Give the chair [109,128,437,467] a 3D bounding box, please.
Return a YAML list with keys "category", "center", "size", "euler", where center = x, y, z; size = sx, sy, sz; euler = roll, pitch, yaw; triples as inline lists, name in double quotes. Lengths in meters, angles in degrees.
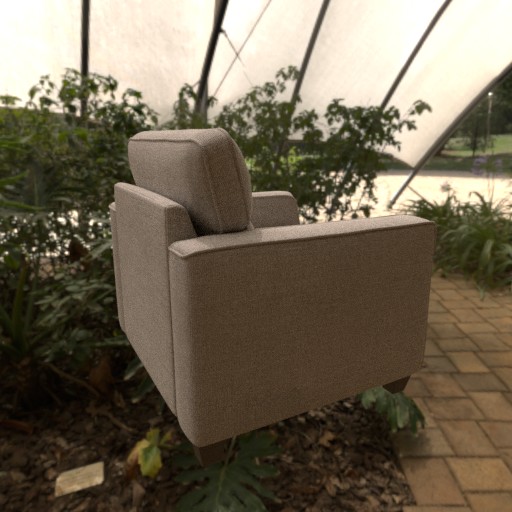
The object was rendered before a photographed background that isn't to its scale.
- category: "chair"
  center: [0.000, 0.000, 1.765]
  size: [0.939, 0.965, 1.015]
  euler: [-8, 17, -27]
